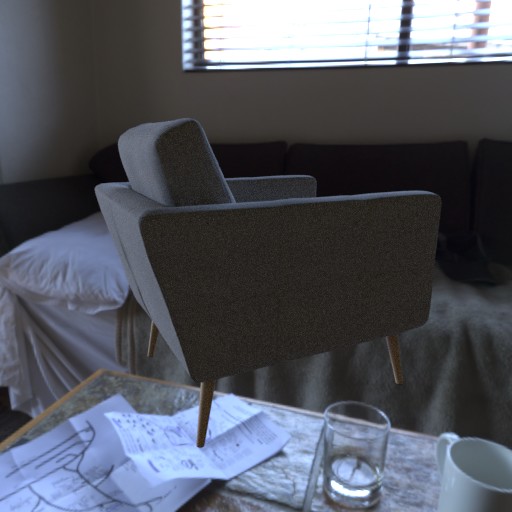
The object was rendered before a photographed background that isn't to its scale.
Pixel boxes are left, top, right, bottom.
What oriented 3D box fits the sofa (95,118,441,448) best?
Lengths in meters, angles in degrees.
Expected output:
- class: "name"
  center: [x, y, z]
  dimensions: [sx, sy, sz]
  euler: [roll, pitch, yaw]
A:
- class: "sofa"
  center: [0.000, 0.000, 1.492]
  dimensions: [0.920, 0.860, 0.770]
  euler: [-7, 16, -25]
